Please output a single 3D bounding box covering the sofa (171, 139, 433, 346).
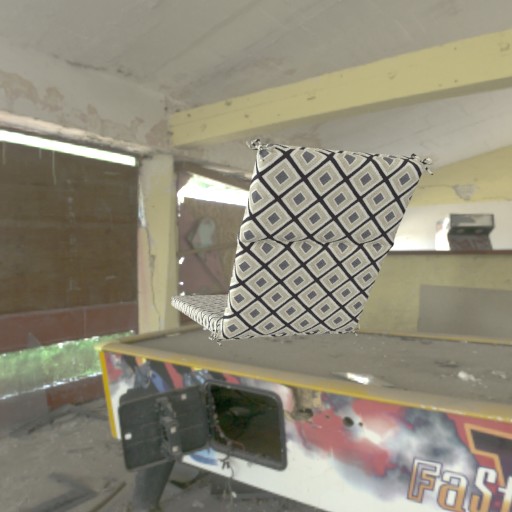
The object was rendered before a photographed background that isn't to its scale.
[{"bbox_3d":[0.000,0.000,1.994,0.582,0.622,1.663,0,0,-19],"label":"sofa"}]
